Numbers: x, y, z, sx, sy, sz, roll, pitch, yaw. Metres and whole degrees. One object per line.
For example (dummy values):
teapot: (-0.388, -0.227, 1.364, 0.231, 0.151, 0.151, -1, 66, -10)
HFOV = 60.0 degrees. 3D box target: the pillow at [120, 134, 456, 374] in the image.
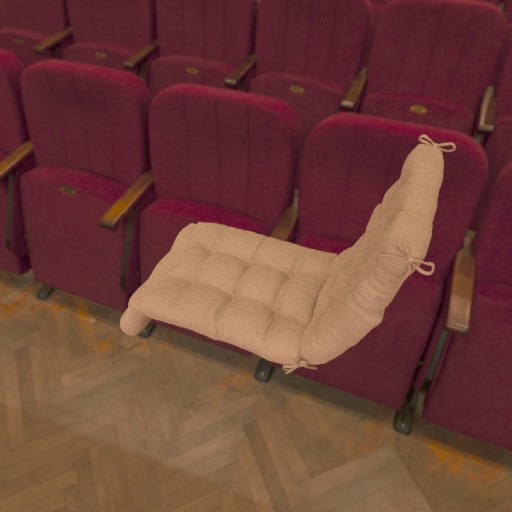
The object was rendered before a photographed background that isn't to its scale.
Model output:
pillow: (0.000, 0.000, 1.513, 1.016, 0.863, 0.526, 16, 49, 15)
